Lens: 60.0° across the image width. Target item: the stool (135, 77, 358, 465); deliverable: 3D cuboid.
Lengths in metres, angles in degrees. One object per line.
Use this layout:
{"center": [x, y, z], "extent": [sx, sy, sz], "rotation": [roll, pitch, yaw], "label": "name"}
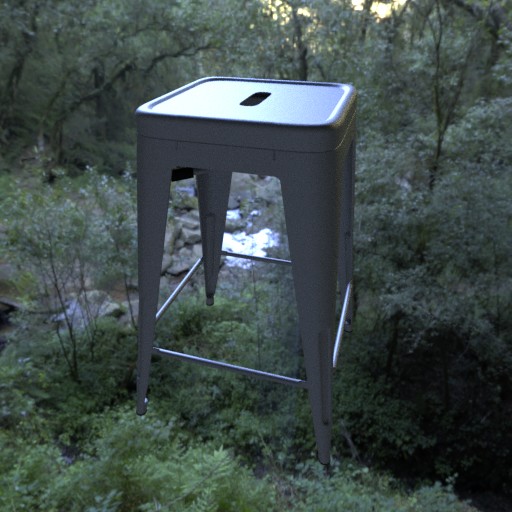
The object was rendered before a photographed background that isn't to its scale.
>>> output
{"center": [0.000, 0.000, 0.877], "extent": [0.406, 0.610, 0.406], "rotation": [9, 33, 14], "label": "stool"}
